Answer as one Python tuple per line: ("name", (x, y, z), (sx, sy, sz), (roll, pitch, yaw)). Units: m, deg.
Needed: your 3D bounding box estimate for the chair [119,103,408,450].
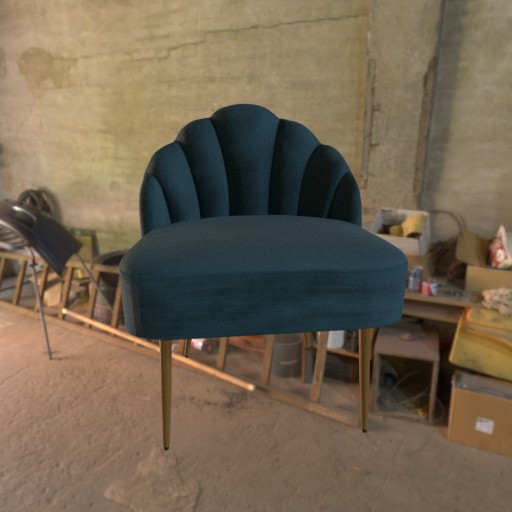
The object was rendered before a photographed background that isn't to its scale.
("chair", (0.000, 0.000, 1.214), (0.657, 0.819, 0.599), (-2, 16, -7))
